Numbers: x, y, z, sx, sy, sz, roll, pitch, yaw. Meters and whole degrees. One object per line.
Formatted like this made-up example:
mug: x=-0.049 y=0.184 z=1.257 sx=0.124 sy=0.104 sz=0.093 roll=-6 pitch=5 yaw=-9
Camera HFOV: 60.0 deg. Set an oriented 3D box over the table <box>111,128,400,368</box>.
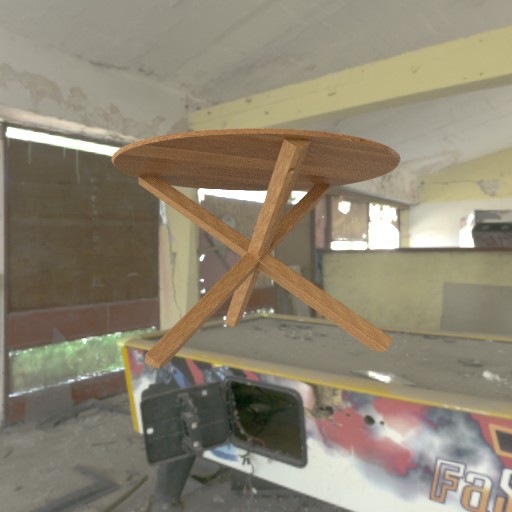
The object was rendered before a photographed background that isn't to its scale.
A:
table: x=0.000 y=0.000 z=1.674 sx=1.038 sy=0.666 sz=1.038 roll=0 pitch=0 yaw=0
